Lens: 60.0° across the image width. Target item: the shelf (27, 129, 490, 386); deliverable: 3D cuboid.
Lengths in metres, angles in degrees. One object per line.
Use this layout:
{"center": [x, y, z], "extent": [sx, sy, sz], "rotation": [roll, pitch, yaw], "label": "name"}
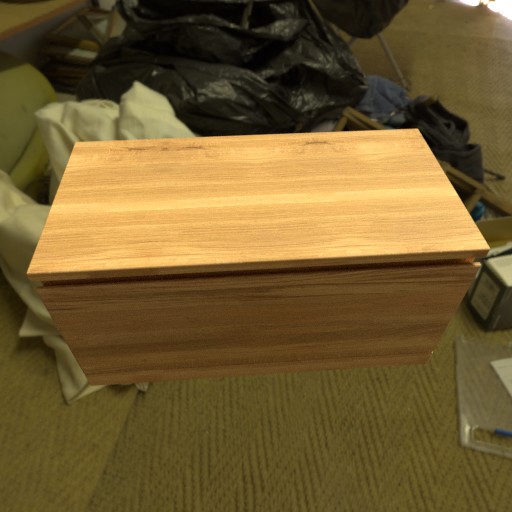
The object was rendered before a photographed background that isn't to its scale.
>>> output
{"center": [0.000, 0.000, 1.042], "extent": [0.800, 0.400, 0.400], "rotation": [-3, 47, -3], "label": "shelf"}
